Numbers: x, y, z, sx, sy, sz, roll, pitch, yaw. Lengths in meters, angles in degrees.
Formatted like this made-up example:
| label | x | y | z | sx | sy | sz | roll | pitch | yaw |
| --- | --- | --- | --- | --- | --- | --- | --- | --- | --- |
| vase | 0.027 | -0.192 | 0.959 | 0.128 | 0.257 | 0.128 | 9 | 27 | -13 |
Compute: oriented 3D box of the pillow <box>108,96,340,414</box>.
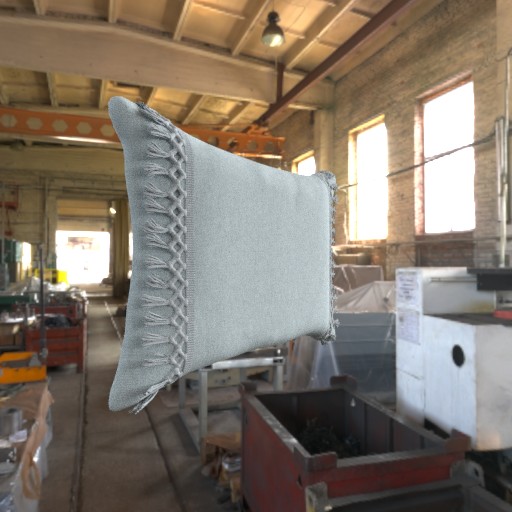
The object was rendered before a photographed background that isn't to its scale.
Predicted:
| label | x | y | z | sx | sy | sz | roll | pitch | yaw |
| --- | --- | --- | --- | --- | --- | --- | --- | --- | --- |
| pillow | 0.000 | 0.000 | 0.602 | 0.084 | 0.305 | 0.466 | -1 | -1 | 36 |
